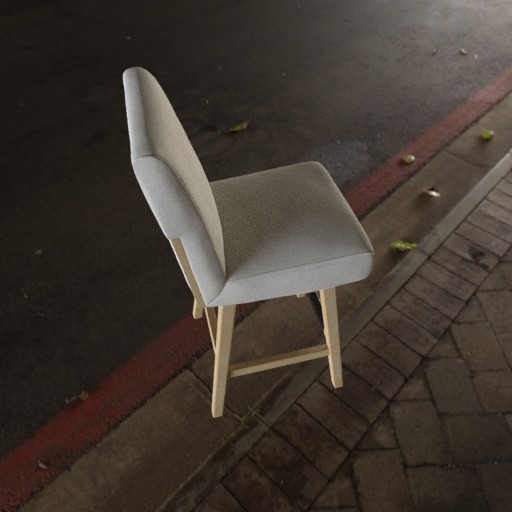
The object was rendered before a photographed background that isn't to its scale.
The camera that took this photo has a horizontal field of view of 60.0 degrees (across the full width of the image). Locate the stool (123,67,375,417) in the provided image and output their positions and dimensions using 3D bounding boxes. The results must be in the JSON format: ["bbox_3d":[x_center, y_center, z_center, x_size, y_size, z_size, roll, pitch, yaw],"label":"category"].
[{"bbox_3d":[0.000,0.000,1.296,0.543,1.015,0.446,-10,47,-10],"label":"stool"}]
